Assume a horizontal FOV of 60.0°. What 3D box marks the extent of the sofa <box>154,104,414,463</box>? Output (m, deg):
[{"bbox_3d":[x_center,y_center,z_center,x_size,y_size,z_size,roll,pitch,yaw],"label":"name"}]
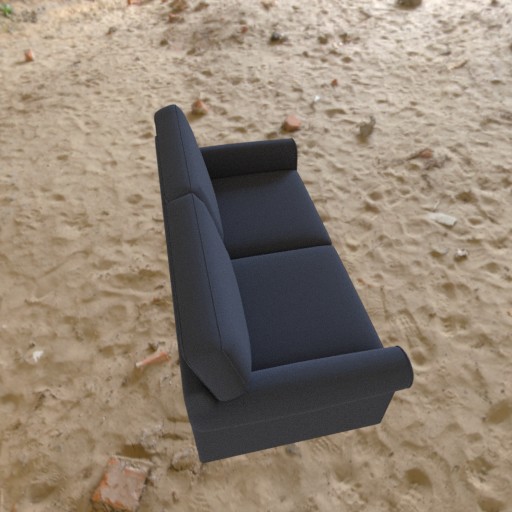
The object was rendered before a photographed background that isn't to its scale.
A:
[{"bbox_3d":[0.000,0.000,2.490,0.940,1.020,1.930,-9,46,-9],"label":"sofa"}]
